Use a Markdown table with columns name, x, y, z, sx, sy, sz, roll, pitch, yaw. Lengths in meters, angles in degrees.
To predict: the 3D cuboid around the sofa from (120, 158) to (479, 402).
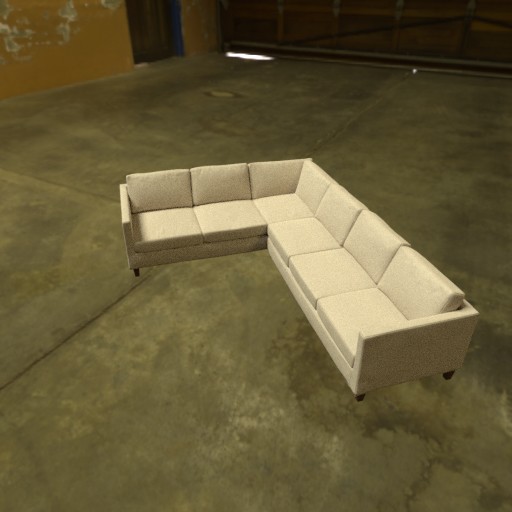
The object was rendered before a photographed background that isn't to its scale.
| name | x | y | z | sx | sy | sz | roll | pitch | yaw |
| --- | --- | --- | --- | --- | --- | --- | --- | --- | --- |
| sofa | 0.000 | 0.000 | 4.296 | 2.432 | 0.863 | 3.182 | -9 | 33 | -14 |
